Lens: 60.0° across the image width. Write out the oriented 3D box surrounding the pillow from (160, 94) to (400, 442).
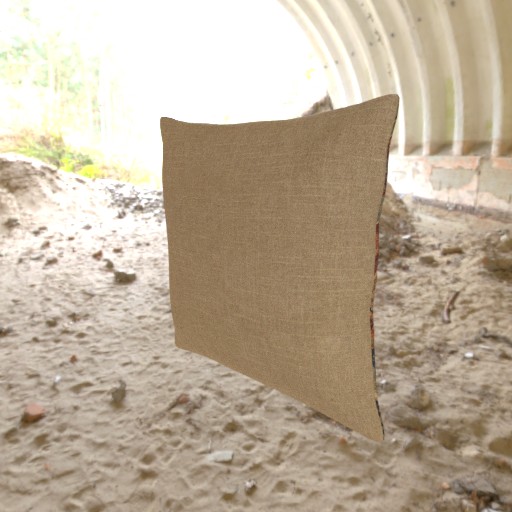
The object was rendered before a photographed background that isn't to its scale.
[{"bbox_3d":[0.000,0.000,0.790,0.523,0.506,0.166,12,17,42],"label":"pillow"}]
